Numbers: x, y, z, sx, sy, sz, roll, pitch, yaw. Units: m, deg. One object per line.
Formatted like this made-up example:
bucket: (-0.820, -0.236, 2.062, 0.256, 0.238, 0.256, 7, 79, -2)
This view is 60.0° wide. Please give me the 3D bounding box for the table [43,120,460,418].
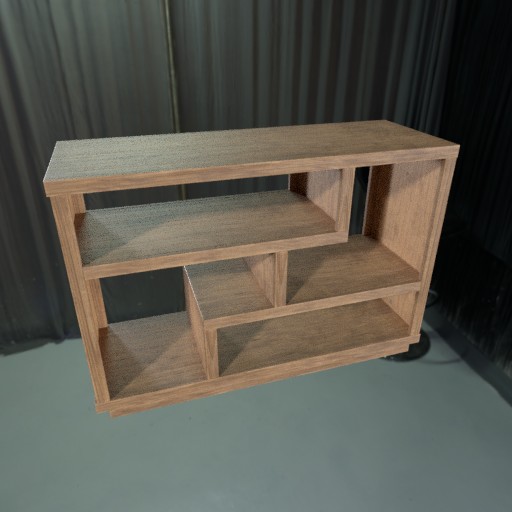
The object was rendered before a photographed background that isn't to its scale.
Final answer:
table: (0.000, 0.000, 1.519, 1.151, 0.771, 0.410, -8, 29, -15)
